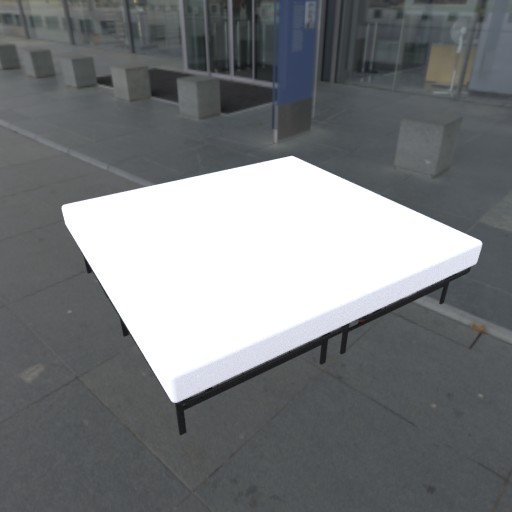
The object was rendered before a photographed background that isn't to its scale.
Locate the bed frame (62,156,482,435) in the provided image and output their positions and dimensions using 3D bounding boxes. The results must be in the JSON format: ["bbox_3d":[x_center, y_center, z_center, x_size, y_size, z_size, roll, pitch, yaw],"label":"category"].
[{"bbox_3d":[0.000,0.000,3.022,2.033,0.525,1.935,-18,35,-28],"label":"bed frame"}]
